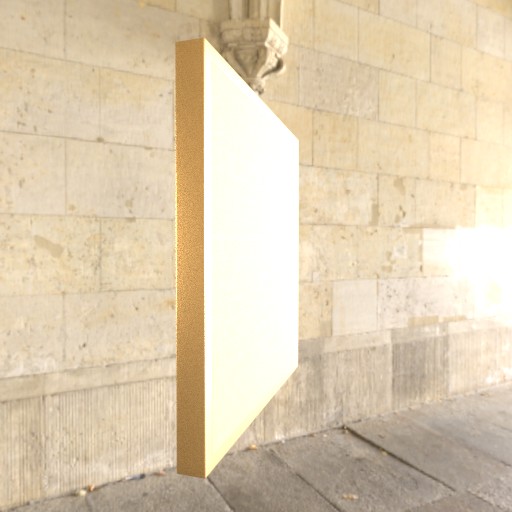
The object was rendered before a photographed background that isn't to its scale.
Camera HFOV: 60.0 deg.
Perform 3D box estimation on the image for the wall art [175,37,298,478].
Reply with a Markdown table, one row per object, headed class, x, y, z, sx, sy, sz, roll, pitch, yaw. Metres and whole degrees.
| class | x | y | z | sx | sy | sz | roll | pitch | yaw |
| --- | --- | --- | --- | --- | --- | --- | --- | --- | --- |
| wall art | 0.000 | 0.000 | 0.455 | 0.023 | 0.305 | 0.305 | 0 | 1 | 18 |
